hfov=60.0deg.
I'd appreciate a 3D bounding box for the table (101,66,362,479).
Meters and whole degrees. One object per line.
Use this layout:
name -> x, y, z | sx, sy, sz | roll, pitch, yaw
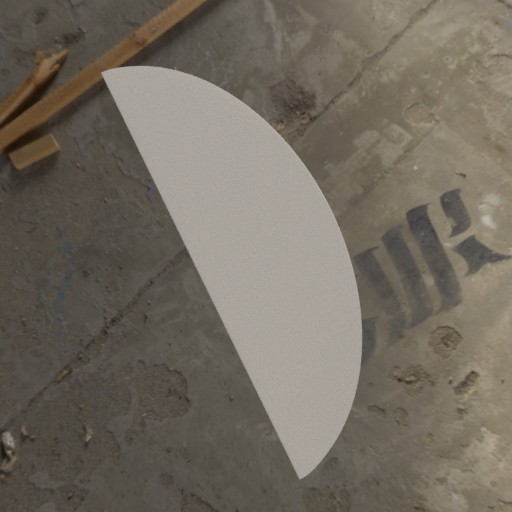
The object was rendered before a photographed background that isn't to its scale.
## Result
table -> 0.000, 0.000, 1.562 | 0.394, 0.780, 1.219 | -26, 78, -6
